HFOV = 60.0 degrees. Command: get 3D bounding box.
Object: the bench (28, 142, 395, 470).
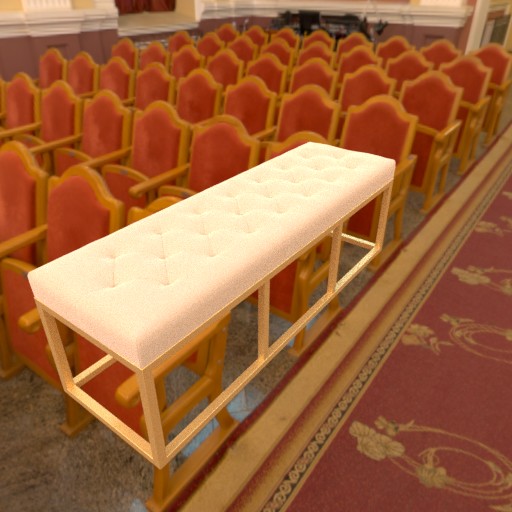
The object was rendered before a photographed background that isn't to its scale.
[{"bbox_3d":[0.000,0.000,1.700,0.457,0.484,1.473,22,38,31],"label":"bench"}]
